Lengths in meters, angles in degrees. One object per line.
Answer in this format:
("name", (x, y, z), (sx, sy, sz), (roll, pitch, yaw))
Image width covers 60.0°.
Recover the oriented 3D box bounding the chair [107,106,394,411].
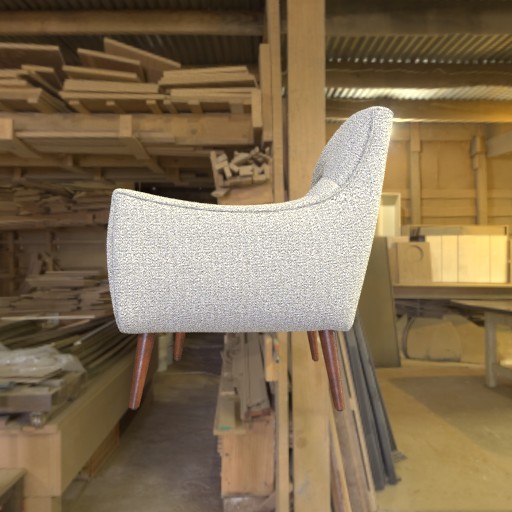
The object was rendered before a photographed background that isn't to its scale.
("chair", (0.000, 0.000, 1.499), (0.787, 0.838, 0.762), (0, -1, 1))
